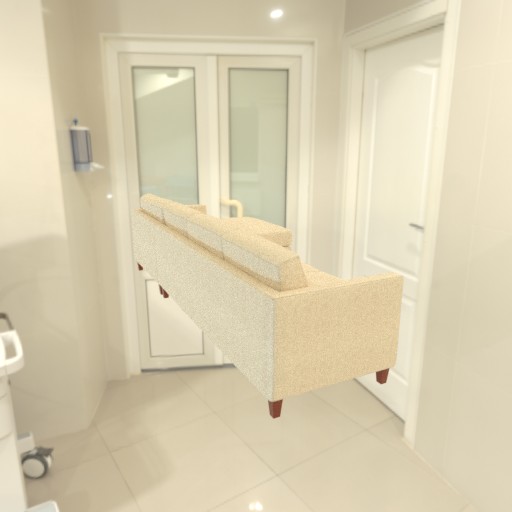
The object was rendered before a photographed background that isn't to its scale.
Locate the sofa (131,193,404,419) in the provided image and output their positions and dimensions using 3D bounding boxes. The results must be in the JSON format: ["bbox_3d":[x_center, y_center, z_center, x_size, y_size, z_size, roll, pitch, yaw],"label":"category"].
[{"bbox_3d":[0.000,0.000,4.196,1.603,0.954,3.471,-7,16,-26],"label":"sofa"}]
